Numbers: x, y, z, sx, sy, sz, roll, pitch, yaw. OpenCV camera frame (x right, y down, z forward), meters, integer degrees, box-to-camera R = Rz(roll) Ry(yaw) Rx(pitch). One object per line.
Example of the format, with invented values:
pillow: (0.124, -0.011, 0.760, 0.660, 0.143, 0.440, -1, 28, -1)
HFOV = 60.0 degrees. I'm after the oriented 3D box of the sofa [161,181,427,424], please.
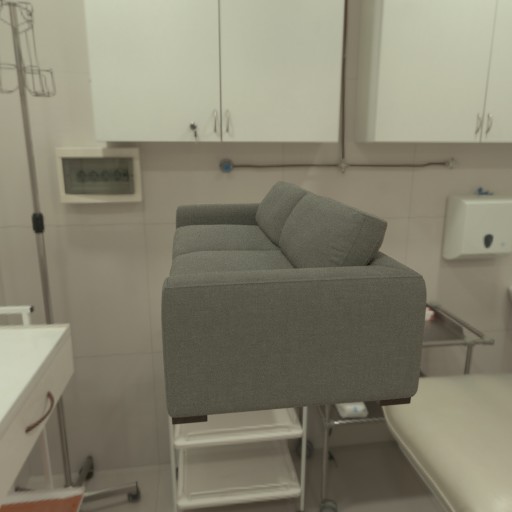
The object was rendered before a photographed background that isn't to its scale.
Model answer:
sofa: (0.000, 0.000, 2.774, 1.070, 0.801, 2.262, -2, 14, -8)
